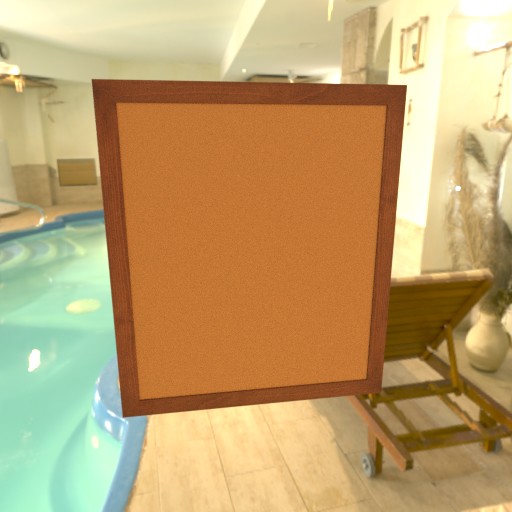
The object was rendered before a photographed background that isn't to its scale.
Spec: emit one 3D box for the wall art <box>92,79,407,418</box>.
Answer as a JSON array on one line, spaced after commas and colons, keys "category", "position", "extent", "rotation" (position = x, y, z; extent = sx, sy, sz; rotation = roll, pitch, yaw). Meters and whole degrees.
[{"category": "wall art", "position": [0.000, 0.000, 0.523], "extent": [0.330, 0.381, 0.030], "rotation": [-3, 16, -9]}]
